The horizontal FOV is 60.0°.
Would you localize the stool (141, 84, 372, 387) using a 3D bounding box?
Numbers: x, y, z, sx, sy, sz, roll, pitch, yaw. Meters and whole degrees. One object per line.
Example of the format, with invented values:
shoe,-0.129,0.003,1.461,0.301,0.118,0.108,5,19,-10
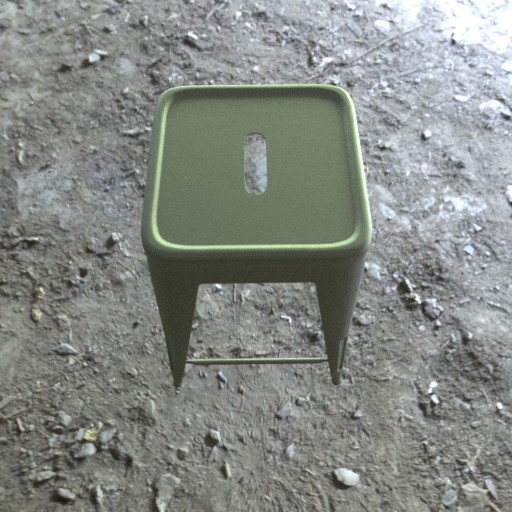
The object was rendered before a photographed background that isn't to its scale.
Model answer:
stool,0.000,0.000,0.900,0.410,0.608,0.410,-1,64,0
